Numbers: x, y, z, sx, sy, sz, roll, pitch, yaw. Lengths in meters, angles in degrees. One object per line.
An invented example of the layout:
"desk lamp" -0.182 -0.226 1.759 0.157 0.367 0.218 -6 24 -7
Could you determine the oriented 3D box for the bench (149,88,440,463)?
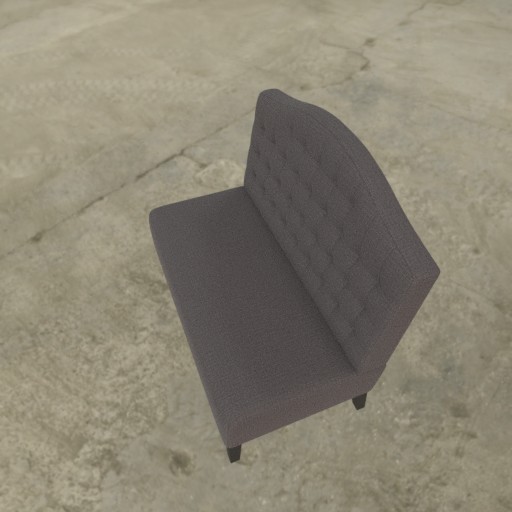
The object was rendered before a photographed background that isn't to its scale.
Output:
"bench" 0.000 0.000 2.085 0.815 1.180 1.335 -17 50 -15
